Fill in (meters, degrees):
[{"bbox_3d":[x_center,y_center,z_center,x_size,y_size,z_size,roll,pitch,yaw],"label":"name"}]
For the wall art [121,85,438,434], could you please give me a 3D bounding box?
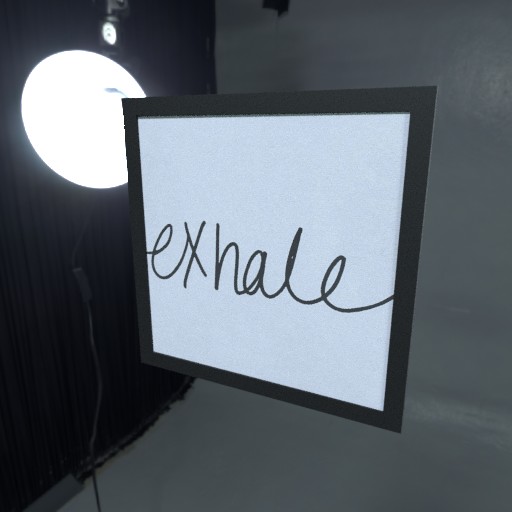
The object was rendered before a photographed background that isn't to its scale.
[{"bbox_3d":[0.000,0.000,0.516,0.358,0.357,0.012,7,17,25],"label":"wall art"}]
